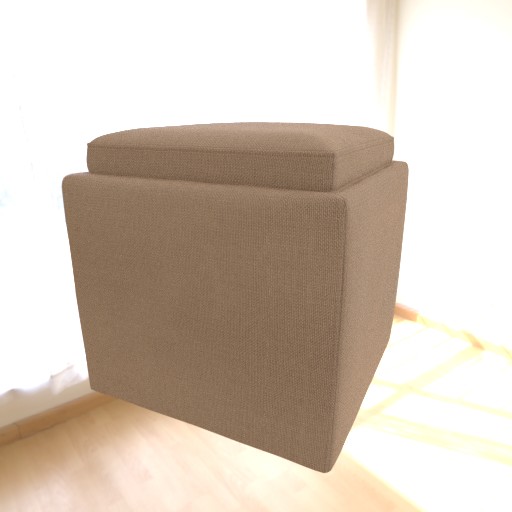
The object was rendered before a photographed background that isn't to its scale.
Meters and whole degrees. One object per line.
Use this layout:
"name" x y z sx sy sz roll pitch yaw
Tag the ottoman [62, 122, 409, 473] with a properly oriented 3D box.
"ottoman" 0.000 0.000 0.797 0.451 0.460 0.450 9 20 25
